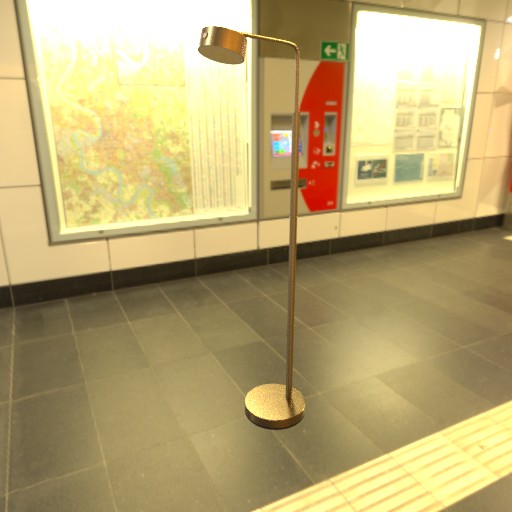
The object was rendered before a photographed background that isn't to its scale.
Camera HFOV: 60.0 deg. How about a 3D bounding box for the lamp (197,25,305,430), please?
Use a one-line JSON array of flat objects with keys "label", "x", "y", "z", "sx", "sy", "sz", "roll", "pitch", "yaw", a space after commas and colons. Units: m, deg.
[{"label": "lamp", "x": 0.000, "y": 0.000, "z": 1.371, "sx": 0.219, "sy": 1.230, "sz": 0.418, "roll": 16, "pitch": 24, "yaw": 41}]
